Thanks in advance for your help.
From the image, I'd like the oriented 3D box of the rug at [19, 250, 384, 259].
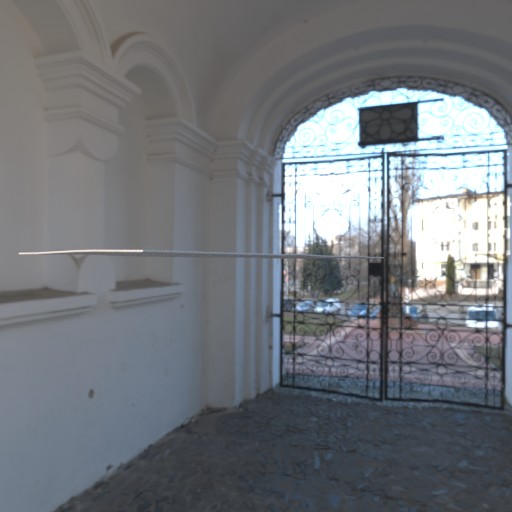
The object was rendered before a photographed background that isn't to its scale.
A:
[{"bbox_3d":[0.000,0.000,2.661,0.762,0.013,2.439,-1,-1,34],"label":"rug"}]
